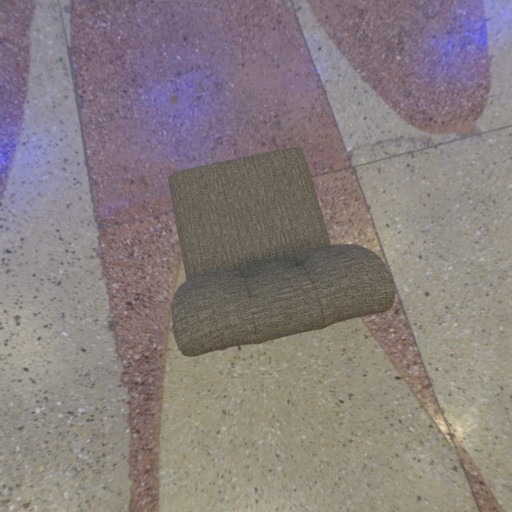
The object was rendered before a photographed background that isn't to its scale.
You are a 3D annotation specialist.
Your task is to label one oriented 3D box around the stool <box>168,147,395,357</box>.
[{"bbox_3d":[0.000,0.000,1.448,0.452,1.131,0.613,-13,76,-3],"label":"stool"}]
